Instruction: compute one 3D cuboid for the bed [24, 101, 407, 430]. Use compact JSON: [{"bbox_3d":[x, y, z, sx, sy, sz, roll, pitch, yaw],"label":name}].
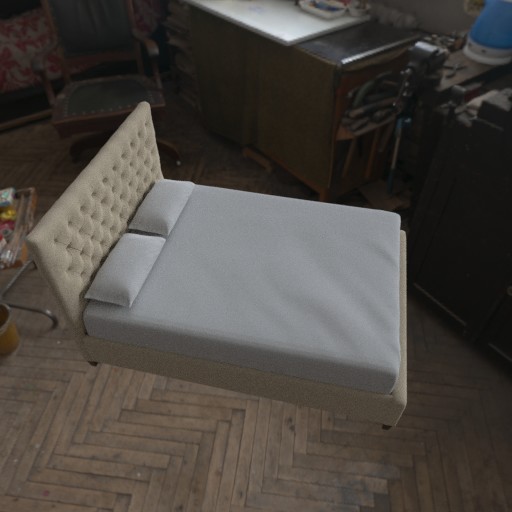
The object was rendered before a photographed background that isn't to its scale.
[{"bbox_3d":[0.000,0.000,3.399,2.387,1.427,1.698,9,47,9],"label":"bed"}]
